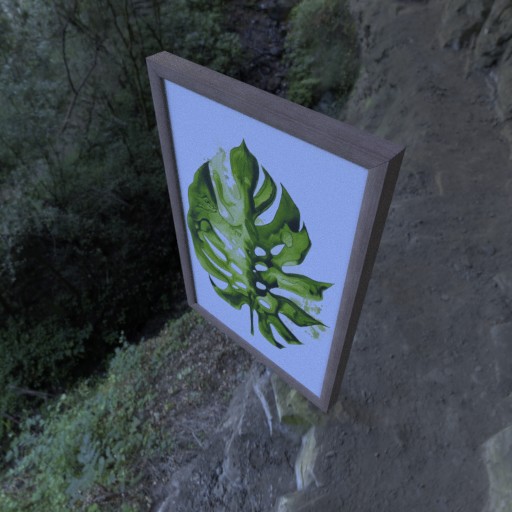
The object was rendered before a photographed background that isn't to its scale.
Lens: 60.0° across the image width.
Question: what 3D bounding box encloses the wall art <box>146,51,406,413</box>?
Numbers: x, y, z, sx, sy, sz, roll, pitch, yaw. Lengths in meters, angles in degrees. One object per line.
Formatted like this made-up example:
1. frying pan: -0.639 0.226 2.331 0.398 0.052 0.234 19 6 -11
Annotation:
1. wall art: 0.000 0.000 0.675 0.356 0.509 0.031 33 54 28
